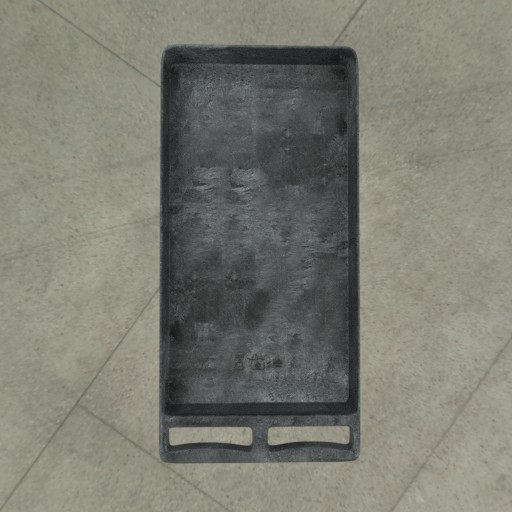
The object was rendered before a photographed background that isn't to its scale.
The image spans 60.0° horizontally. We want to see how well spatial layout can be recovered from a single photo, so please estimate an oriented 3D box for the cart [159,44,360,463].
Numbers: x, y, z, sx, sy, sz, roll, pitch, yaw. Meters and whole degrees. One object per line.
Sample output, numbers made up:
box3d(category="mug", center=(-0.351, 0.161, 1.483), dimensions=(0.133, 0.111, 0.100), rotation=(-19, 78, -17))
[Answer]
box3d(category="cart", center=(0.000, 0.000, 1.337), dimensions=(0.420, 0.824, 0.877), rotation=(0, 89, -1))
